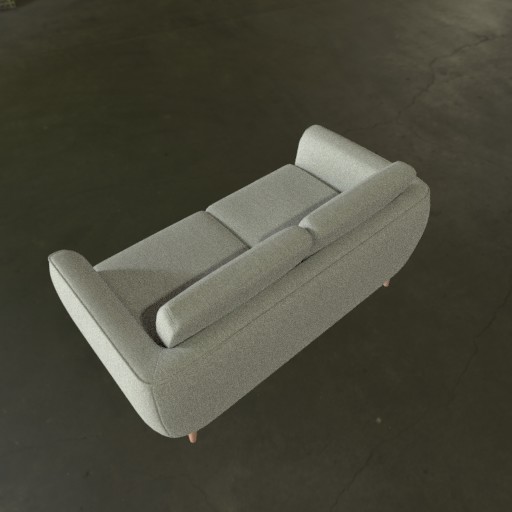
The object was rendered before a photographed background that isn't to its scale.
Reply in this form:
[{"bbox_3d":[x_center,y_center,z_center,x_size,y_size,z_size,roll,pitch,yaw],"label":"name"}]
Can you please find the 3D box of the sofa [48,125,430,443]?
[{"bbox_3d":[0.000,0.000,2.198,1.700,0.850,0.920,-32,55,-27],"label":"sofa"}]
